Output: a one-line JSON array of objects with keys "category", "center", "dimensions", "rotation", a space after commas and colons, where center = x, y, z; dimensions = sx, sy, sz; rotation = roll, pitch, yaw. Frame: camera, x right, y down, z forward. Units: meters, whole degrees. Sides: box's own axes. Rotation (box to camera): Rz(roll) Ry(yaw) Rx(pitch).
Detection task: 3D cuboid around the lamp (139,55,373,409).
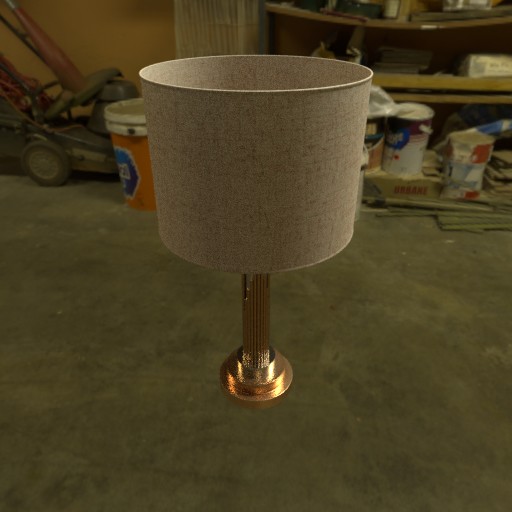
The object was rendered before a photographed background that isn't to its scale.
[{"category": "lamp", "center": [0.000, 0.000, 0.778], "dimensions": [0.321, 0.610, 0.321], "rotation": [-20, 36, -30]}]
